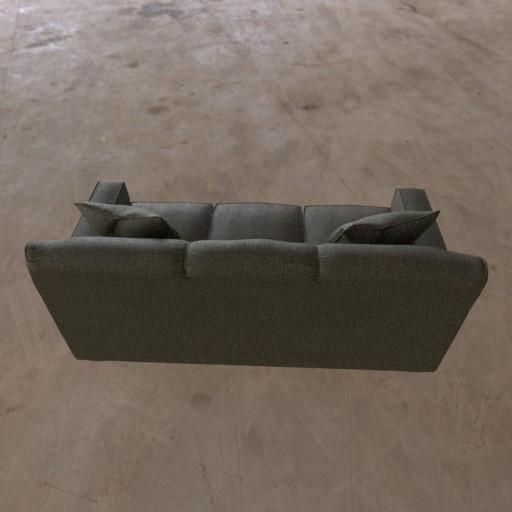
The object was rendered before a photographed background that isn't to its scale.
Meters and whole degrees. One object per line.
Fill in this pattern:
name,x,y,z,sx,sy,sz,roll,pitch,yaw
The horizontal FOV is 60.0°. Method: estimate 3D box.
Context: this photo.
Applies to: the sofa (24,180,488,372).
sofa,0.000,0.000,2.517,2.024,0.958,0.997,2,46,2
